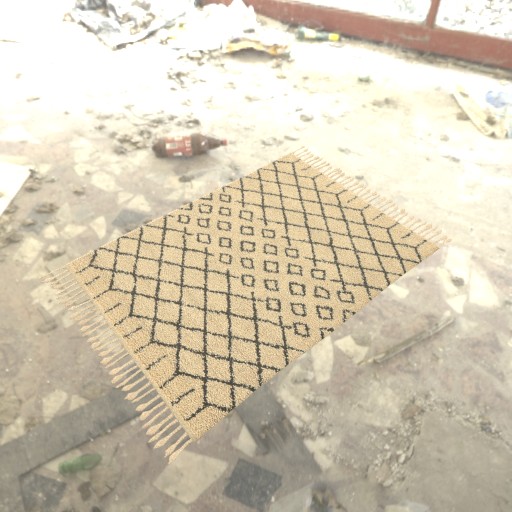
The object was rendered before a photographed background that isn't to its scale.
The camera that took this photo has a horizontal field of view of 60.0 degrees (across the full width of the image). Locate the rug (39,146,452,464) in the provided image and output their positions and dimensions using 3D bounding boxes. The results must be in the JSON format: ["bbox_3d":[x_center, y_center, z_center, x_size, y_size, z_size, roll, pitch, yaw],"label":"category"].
[{"bbox_3d":[0.000,0.000,3.252,2.615,0.029,1.664,-31,54,-26],"label":"rug"}]
